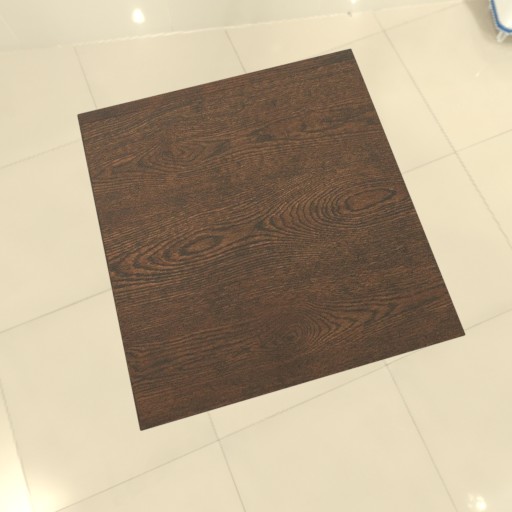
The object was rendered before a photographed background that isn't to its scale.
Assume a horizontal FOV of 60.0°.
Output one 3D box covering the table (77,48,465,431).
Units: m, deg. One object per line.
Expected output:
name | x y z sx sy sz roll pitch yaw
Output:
table | 0.000 0.000 1.008 0.506 0.582 0.566 -15 75 -4
